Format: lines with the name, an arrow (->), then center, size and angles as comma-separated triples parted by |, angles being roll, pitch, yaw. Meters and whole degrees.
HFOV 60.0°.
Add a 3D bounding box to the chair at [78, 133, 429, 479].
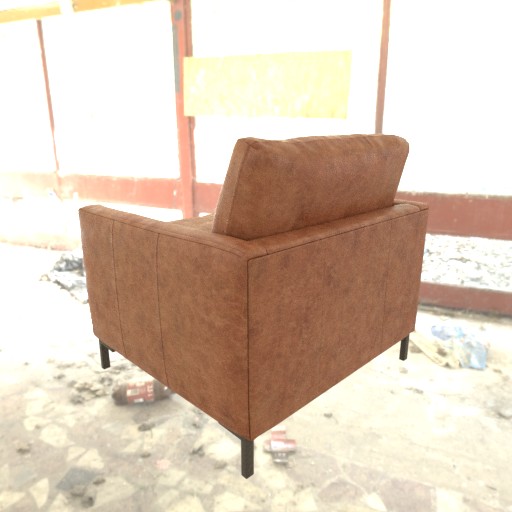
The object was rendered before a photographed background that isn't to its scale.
chair -> 0.000, 0.000, 1.624 | 0.862, 0.869, 0.967 | 15, 22, 43
